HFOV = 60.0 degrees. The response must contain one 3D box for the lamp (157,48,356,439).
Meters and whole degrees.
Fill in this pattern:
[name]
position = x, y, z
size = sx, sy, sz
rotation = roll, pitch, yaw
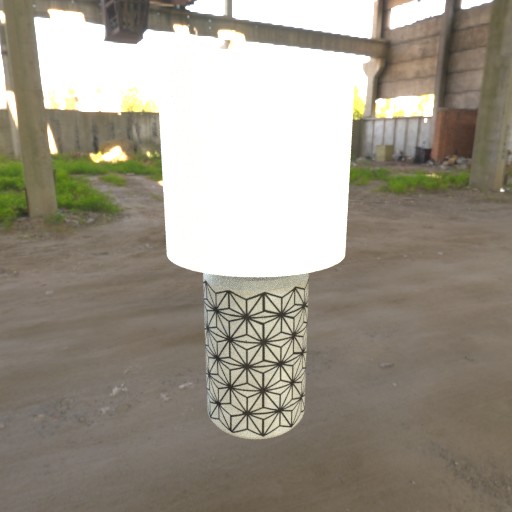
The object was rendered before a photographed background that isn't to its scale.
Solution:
[lamp]
position = 0.000, 0.000, 0.524
size = 0.206, 0.416, 0.206
rotation = 8, 17, 27
